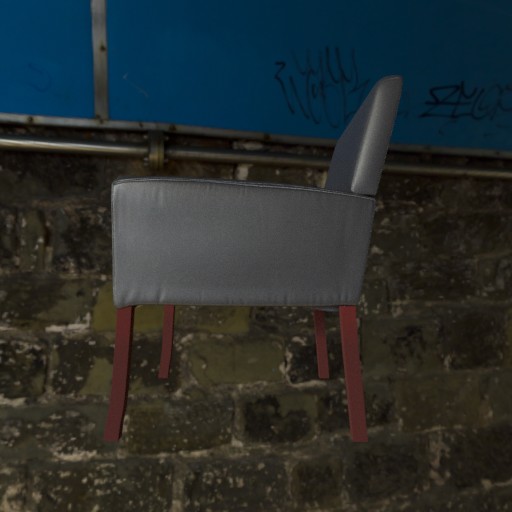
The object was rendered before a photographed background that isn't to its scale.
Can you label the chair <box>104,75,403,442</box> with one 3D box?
[{"bbox_3d":[0.000,0.000,1.454,0.772,0.951,0.683,0,-1,0],"label":"chair"}]
